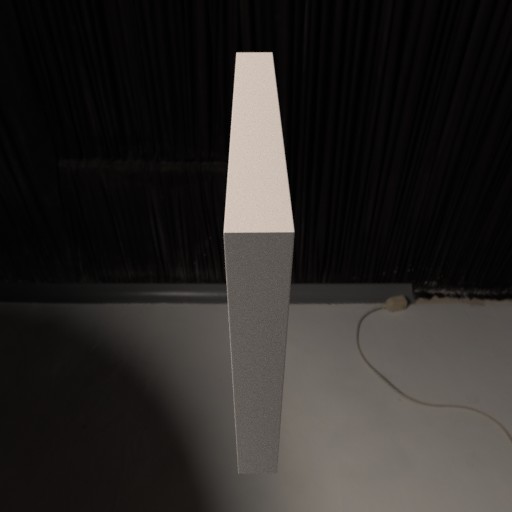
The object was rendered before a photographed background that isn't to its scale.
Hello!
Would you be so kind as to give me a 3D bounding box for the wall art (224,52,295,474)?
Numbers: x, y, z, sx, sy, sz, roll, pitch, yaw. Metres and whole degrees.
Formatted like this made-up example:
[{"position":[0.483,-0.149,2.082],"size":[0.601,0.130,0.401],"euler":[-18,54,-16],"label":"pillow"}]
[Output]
[{"position":[0.000,0.000,0.451],"size":[0.038,0.302,0.305],"euler":[0,41,0],"label":"wall art"}]
